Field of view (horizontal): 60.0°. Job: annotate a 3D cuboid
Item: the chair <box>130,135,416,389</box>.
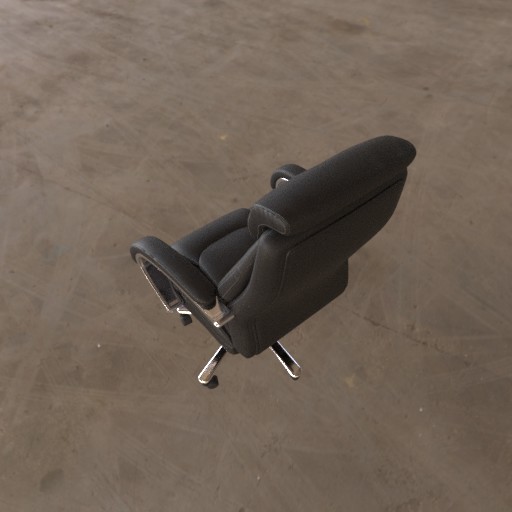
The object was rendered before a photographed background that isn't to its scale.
[{"bbox_3d":[0.000,0.000,1.685,0.755,1.183,0.790,-31,55,-25],"label":"chair"}]
